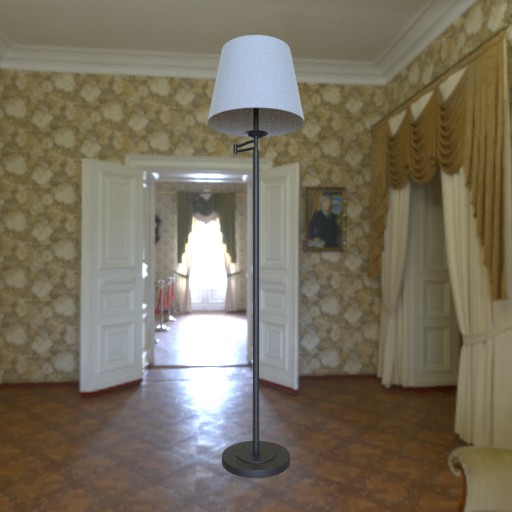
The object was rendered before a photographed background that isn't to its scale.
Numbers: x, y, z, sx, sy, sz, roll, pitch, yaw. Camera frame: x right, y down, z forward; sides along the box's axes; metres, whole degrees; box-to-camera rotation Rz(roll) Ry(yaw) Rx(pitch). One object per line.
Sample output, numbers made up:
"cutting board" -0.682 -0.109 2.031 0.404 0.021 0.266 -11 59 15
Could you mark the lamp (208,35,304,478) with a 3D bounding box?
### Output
"lamp" 0.000 0.000 1.595 0.348 1.473 0.348 0 -1 38
